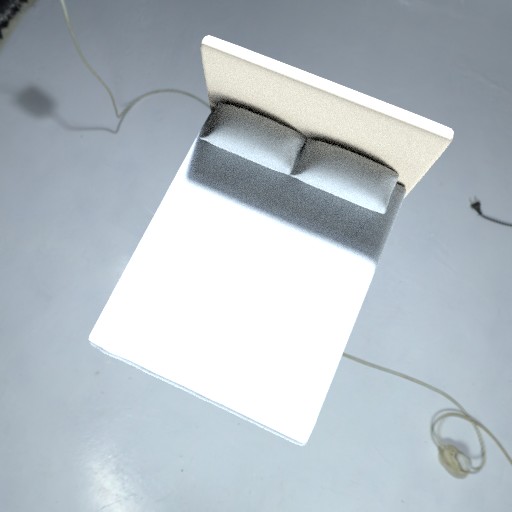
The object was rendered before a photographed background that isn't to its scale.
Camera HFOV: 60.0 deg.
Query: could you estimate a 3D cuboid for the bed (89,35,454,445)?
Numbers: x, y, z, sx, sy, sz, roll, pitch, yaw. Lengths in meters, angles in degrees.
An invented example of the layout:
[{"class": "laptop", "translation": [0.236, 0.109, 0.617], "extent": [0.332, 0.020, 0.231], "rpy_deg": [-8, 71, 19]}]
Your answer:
[{"class": "bed", "translation": [0.000, 0.000, 3.130], "extent": [1.748, 1.330, 2.142], "rpy_deg": [24, 77, 6]}]
